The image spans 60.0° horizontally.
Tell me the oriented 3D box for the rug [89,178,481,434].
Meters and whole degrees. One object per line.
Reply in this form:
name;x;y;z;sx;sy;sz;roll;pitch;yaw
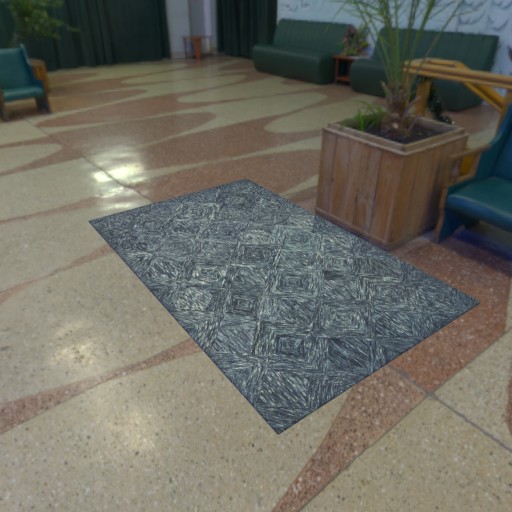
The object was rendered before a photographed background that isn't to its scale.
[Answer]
rug;0.000;0.000;2.960;1.478;0.017;2.330;-21;37;-30
